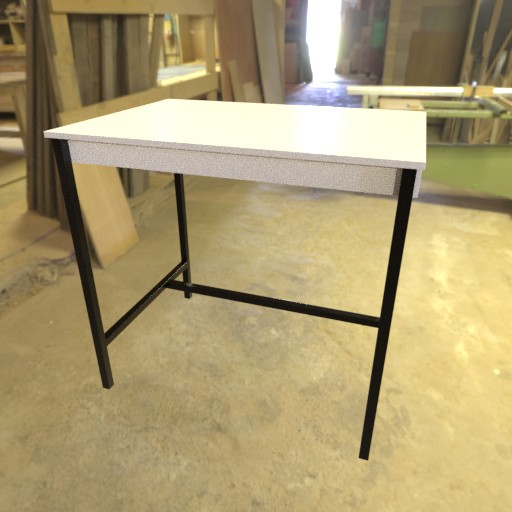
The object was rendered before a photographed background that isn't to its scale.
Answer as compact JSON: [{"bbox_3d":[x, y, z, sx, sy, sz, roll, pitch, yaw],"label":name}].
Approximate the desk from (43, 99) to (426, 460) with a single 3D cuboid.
[{"bbox_3d":[0.000,0.000,1.290,0.811,0.766,0.573,9,28,17],"label":"desk"}]
